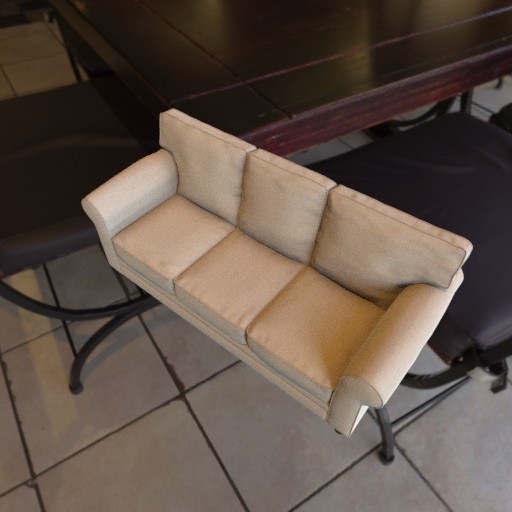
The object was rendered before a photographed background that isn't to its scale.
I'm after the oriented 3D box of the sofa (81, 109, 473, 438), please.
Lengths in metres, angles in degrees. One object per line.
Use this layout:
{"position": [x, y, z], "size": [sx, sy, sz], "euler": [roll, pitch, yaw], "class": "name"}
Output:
{"position": [0.000, 0.000, 2.617], "size": [2.084, 0.961, 0.916], "euler": [30, 54, 25], "class": "sofa"}
